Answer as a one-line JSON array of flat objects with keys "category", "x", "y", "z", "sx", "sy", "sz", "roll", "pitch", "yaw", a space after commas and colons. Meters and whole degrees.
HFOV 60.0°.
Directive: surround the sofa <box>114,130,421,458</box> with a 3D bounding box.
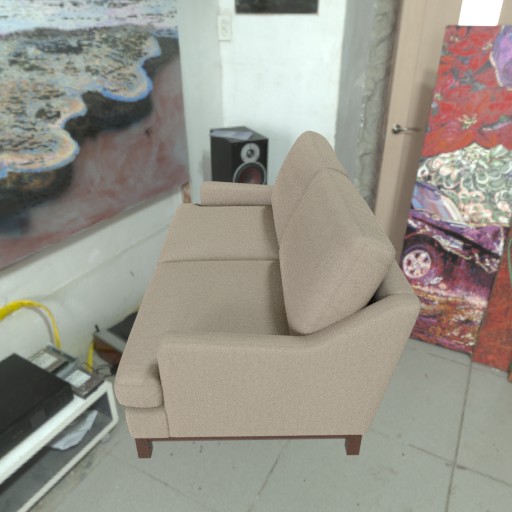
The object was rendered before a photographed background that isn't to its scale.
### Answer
[{"category": "sofa", "x": 0.000, "y": 0.000, "z": 2.165, "sx": 1.004, "sy": 0.910, "sz": 1.619, "roll": 0, "pitch": 28, "yaw": -1}]
